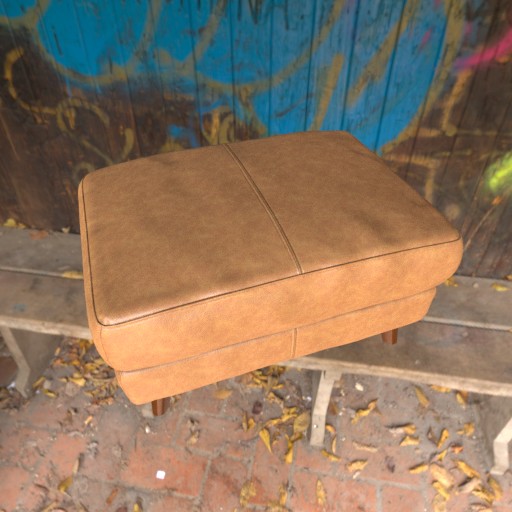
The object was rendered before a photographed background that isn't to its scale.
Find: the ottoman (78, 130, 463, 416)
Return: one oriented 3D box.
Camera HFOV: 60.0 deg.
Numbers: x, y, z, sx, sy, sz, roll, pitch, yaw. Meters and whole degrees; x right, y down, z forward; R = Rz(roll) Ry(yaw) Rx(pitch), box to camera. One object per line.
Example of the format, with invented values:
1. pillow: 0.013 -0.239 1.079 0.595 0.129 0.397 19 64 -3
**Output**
1. ottoman: 0.000 0.000 1.234 0.869 0.461 0.630 -13 43 -14
